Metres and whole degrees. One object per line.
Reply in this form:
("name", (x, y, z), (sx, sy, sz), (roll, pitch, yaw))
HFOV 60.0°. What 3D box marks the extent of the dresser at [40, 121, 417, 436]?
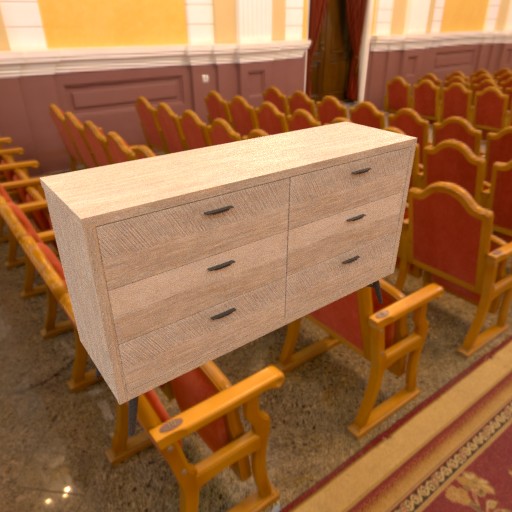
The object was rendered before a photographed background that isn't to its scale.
("dresser", (0.000, 0.000, 1.989), (1.524, 0.914, 0.457), (-20, 34, -32))
